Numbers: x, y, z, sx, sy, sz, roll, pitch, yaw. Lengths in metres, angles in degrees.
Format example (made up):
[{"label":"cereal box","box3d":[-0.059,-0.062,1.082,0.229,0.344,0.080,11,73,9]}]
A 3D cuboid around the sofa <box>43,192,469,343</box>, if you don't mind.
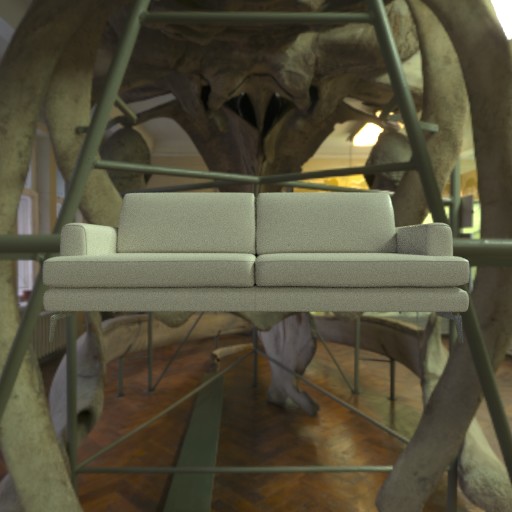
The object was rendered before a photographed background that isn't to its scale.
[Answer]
[{"label":"sofa","box3d":[0.000,0.000,2.464,1.940,0.765,0.974,0,1,1]}]
